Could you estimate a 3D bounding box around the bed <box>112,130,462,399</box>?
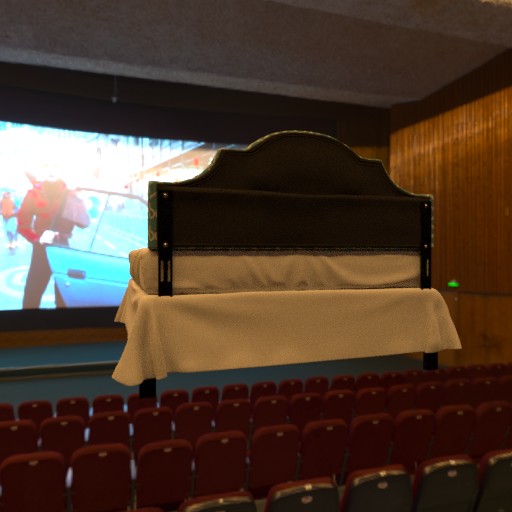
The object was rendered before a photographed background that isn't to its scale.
[{"bbox_3d":[0.000,0.000,3.739,2.314,1.601,2.222,0,0,-18],"label":"bed"}]
